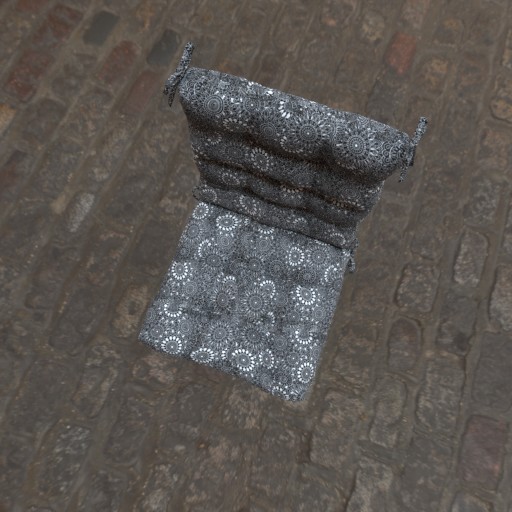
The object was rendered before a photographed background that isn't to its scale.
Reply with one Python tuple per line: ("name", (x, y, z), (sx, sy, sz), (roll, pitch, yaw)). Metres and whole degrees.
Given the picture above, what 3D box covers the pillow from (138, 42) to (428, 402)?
("pillow", (0.000, 0.000, 1.029), (0.519, 0.605, 0.571), (19, 76, 5))
